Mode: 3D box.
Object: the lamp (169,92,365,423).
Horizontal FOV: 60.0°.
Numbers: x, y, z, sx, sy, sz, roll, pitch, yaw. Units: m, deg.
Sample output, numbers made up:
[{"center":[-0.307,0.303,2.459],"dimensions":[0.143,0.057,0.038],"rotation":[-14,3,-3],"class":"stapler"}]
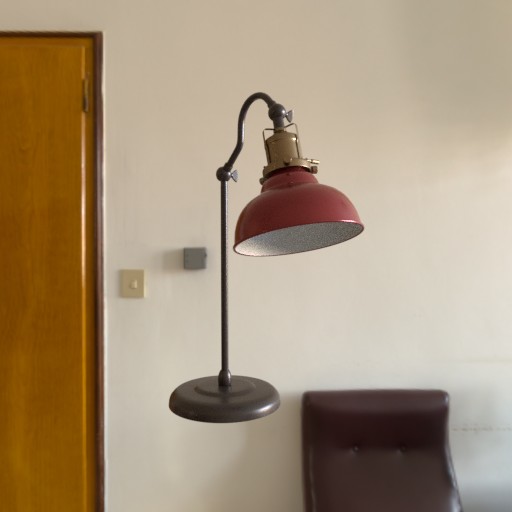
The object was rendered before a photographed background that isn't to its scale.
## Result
[{"center":[0.000,0.000,0.693],"dimensions":[0.192,0.508,0.374],"rotation":[0,1,-36],"class":"lamp"}]
